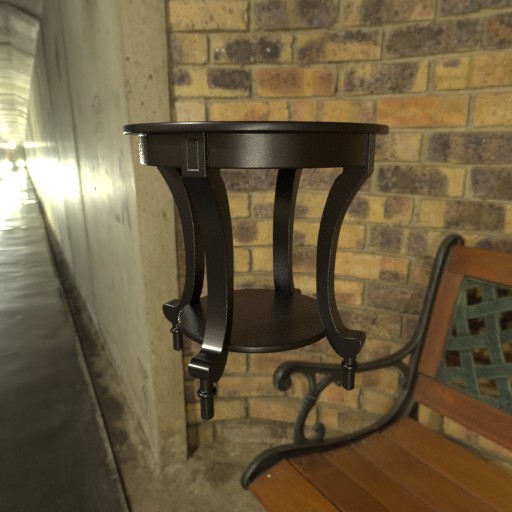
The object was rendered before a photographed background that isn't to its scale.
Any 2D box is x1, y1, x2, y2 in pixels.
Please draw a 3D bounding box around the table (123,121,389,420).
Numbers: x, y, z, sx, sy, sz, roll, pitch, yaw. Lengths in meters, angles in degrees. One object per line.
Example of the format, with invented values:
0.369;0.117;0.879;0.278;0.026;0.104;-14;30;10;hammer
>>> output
0.000;0.000;1.108;0.597;0.618;0.597;0;14;0;table
